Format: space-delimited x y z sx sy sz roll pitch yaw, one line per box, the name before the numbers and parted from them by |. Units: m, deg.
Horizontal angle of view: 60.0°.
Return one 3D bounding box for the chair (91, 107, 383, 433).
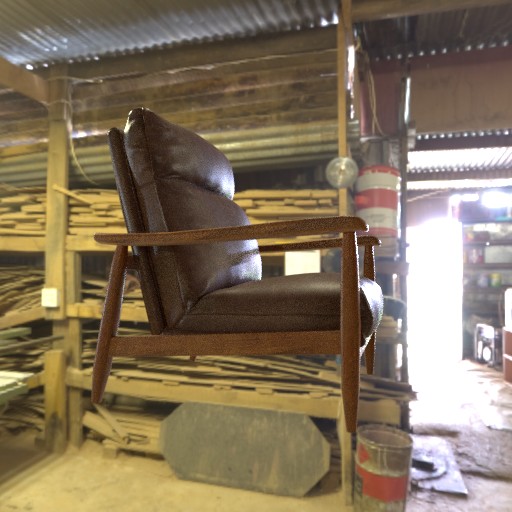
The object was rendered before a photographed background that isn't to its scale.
chair | 0.000 0.000 1.528 0.830 0.897 0.782 -1 -2 18
